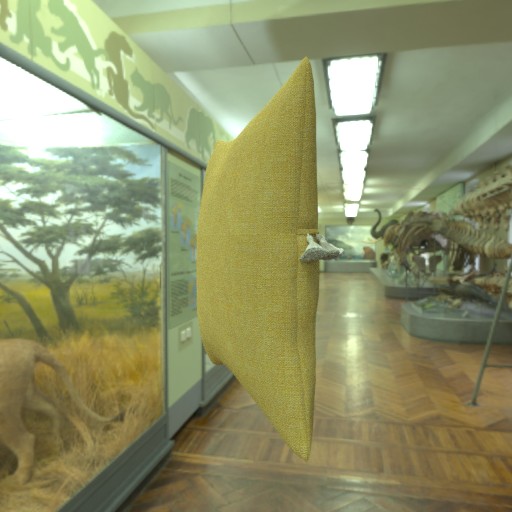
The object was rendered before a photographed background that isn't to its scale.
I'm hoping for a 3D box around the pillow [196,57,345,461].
[{"bbox_3d":[0.000,0.000,0.753,0.167,0.481,0.485,0,1,-19],"label":"pillow"}]
